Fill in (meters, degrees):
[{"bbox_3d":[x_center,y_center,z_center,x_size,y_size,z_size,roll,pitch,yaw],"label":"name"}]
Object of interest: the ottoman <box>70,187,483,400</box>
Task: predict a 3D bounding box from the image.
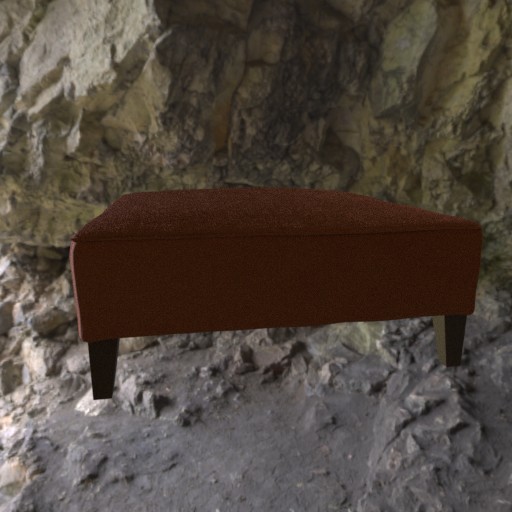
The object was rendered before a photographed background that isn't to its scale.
[{"bbox_3d":[0.000,0.000,1.523,0.997,0.438,0.999,-2,13,-10],"label":"ottoman"}]
